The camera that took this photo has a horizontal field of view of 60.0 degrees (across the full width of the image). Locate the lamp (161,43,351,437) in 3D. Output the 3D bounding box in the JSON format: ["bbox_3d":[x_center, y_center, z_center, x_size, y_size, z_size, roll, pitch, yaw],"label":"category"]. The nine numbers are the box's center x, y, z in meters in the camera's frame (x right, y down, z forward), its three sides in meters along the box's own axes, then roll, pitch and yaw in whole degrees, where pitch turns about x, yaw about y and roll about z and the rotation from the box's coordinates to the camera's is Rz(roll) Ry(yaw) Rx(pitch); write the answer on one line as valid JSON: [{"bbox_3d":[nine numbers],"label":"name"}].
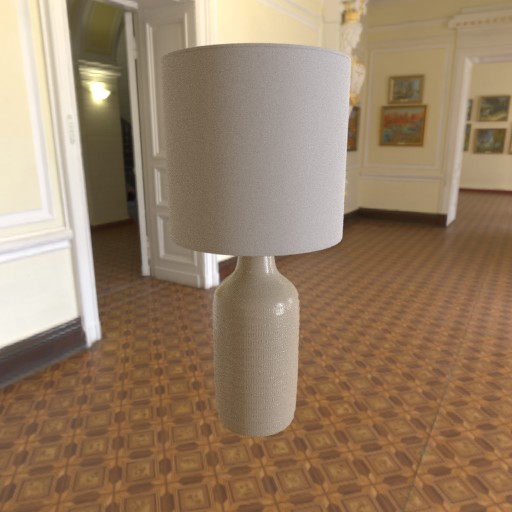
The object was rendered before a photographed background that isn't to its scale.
[{"bbox_3d":[0.000,0.000,0.585,0.220,0.475,0.220,14,20,42],"label":"lamp"}]
